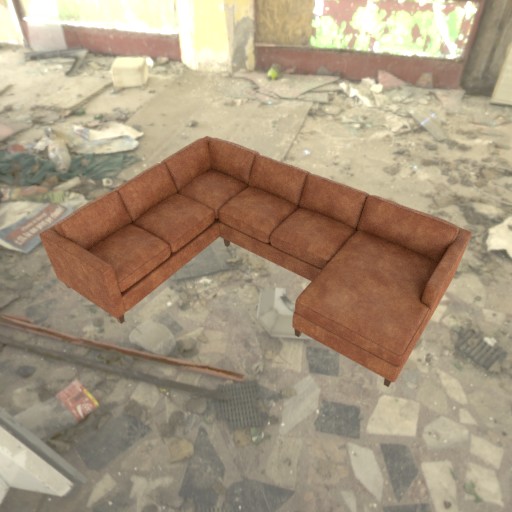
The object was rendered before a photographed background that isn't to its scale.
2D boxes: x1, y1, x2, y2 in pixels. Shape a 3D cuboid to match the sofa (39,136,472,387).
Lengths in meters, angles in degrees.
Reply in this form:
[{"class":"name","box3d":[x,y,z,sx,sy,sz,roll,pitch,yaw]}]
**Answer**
[{"class":"sofa","box3d":[0.000,0.000,4.400,3.324,0.888,2.452,26,48,26]}]
